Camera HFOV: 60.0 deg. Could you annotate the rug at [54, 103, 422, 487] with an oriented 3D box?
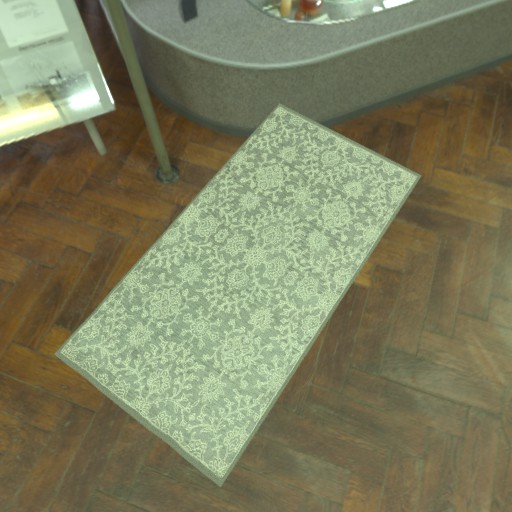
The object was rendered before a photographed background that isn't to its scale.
[{"bbox_3d":[0.000,0.000,3.658,1.546,0.011,3.048,32,68,15],"label":"rug"}]
